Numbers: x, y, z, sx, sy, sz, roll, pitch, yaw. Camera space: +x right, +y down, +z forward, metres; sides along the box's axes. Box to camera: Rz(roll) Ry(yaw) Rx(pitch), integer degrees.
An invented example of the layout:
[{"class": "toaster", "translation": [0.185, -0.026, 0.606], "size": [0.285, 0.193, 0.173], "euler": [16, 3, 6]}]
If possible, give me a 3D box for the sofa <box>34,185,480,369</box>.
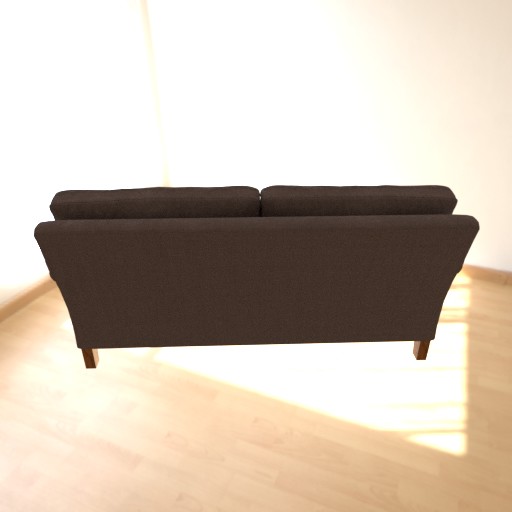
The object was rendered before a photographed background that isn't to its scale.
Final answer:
[{"class": "sofa", "translation": [0.000, 0.000, 2.731], "size": [2.165, 1.087, 1.086], "euler": [-1, 28, -2]}]
